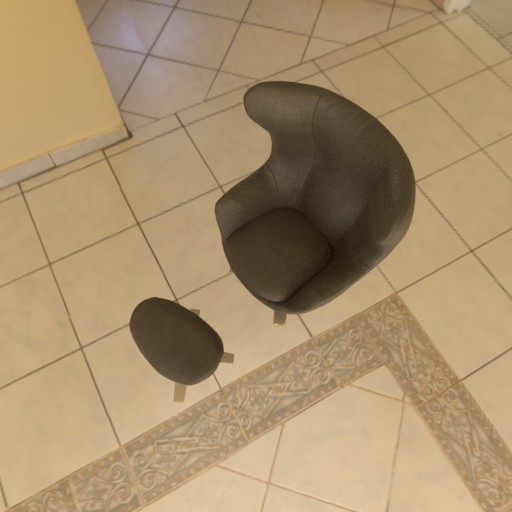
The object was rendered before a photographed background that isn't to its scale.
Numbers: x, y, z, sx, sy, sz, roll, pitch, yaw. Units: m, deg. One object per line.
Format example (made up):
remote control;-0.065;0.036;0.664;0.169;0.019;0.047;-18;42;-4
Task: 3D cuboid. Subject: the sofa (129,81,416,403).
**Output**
sofa;0.000;0.000;2.142;1.444;1.135;0.894;-36;70;-15
